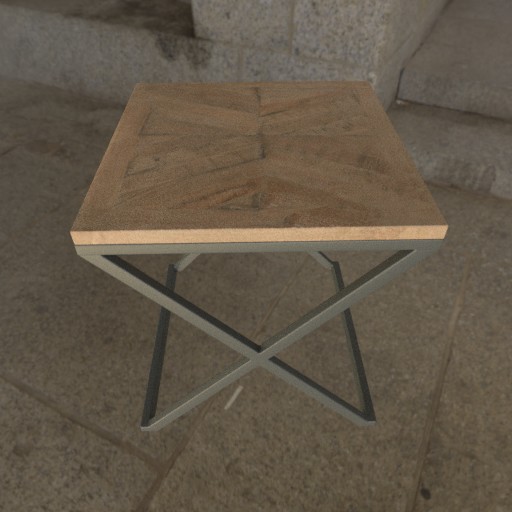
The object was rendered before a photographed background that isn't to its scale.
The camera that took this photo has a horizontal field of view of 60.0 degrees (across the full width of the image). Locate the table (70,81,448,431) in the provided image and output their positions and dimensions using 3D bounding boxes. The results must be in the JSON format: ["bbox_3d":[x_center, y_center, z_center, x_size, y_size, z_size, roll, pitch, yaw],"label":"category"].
[{"bbox_3d":[0.000,0.000,0.943,0.498,0.550,0.499,-1,42,-1],"label":"table"}]
